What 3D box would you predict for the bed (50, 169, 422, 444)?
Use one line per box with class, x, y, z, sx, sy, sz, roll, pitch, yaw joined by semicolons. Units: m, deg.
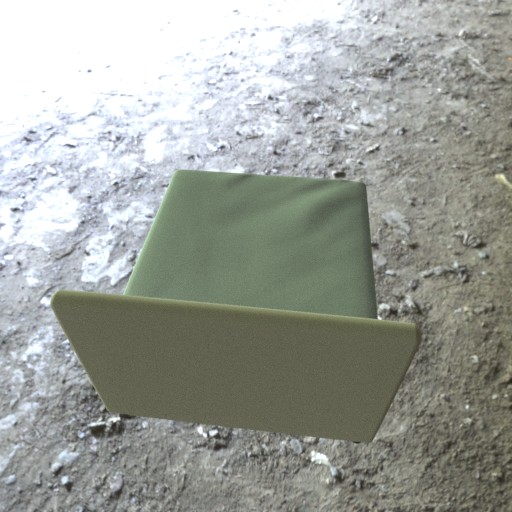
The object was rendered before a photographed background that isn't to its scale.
bed;0.000;0.000;3.292;1.884;1.330;2.142;5;46;5
